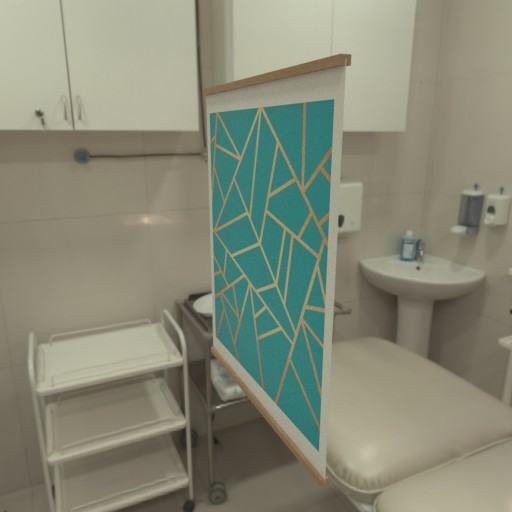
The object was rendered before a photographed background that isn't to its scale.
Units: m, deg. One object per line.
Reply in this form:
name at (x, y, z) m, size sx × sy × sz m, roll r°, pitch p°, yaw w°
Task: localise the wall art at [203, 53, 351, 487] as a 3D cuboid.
wall art at (0.000, 0.000, 0.674) m, size 0.012 × 0.508 × 0.405 m, roll -7°, pitch 17°, yaw -25°
